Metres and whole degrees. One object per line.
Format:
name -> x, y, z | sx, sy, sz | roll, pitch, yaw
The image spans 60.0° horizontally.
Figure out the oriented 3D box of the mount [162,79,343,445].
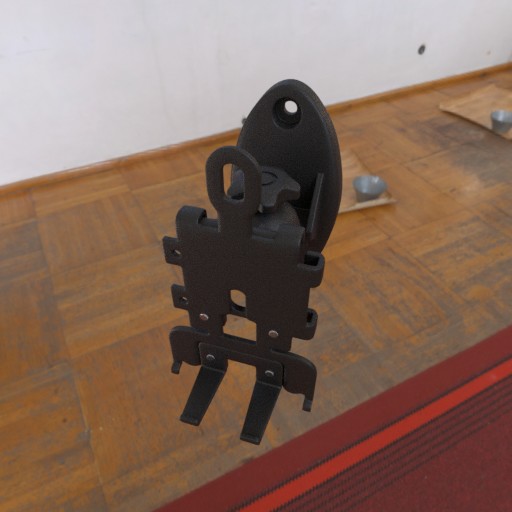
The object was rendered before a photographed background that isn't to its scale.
mount -> 0.000, 0.000, 0.179 | 0.066, 0.118, 0.100 | 12, 42, 13
